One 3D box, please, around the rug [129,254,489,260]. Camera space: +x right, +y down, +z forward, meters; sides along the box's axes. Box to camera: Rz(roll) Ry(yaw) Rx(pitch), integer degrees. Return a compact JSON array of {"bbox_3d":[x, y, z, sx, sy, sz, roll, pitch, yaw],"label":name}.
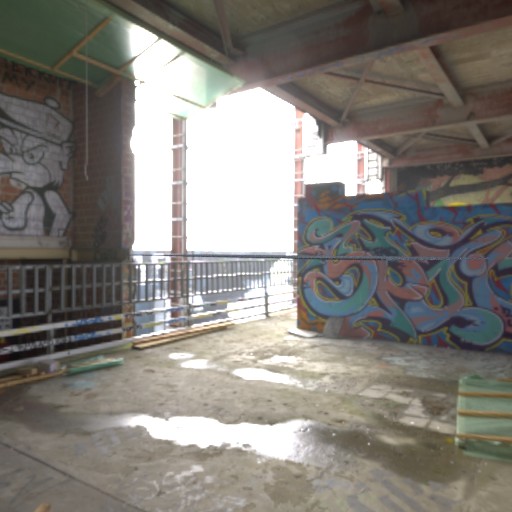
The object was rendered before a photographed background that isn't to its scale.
[{"bbox_3d":[0.000,0.000,2.660,0.688,0.008,2.443,0,1,-36],"label":"rug"}]
